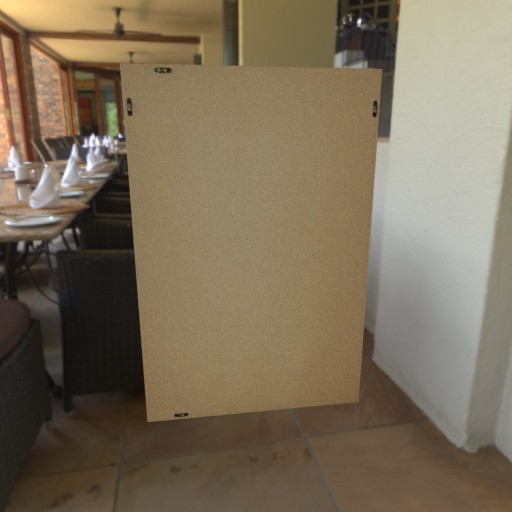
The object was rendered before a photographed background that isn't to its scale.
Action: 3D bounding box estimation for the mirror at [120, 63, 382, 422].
[{"bbox_3d":[0.000,0.000,1.157,0.609,0.915,0.041,-2,16,-9],"label":"mirror"}]
